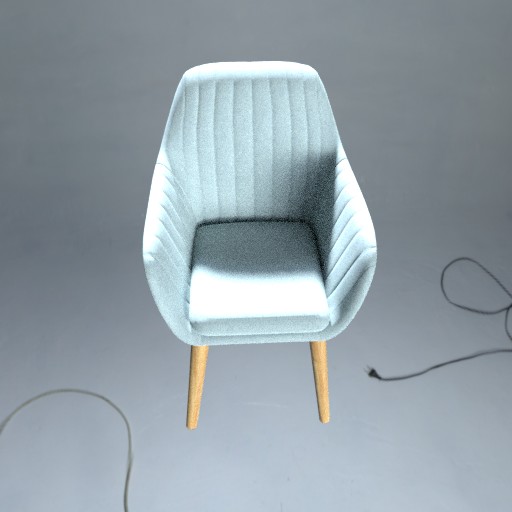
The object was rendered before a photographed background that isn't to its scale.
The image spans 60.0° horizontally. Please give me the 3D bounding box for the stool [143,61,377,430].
[{"bbox_3d":[0.000,0.000,1.220,0.503,0.830,0.590,-2,45,-2],"label":"stool"}]
